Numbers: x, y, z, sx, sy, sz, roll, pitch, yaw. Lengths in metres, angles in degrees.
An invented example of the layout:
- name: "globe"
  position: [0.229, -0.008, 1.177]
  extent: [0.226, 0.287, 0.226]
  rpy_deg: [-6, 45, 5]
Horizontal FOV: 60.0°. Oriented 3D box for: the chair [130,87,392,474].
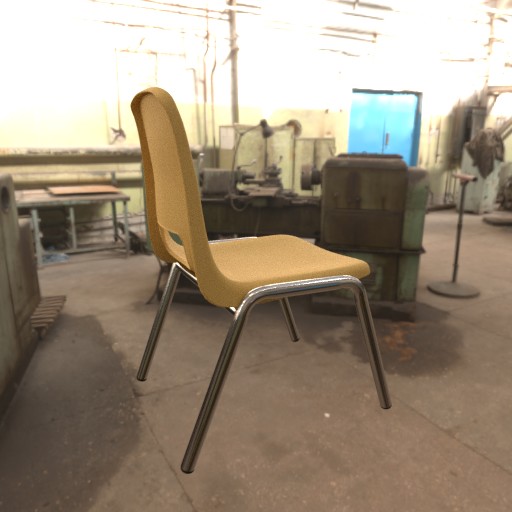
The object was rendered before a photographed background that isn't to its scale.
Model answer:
- name: "chair"
  position: [0.000, 0.000, 0.848]
  extent: [0.423, 0.586, 0.354]
  rpy_deg: [-8, 17, -26]
